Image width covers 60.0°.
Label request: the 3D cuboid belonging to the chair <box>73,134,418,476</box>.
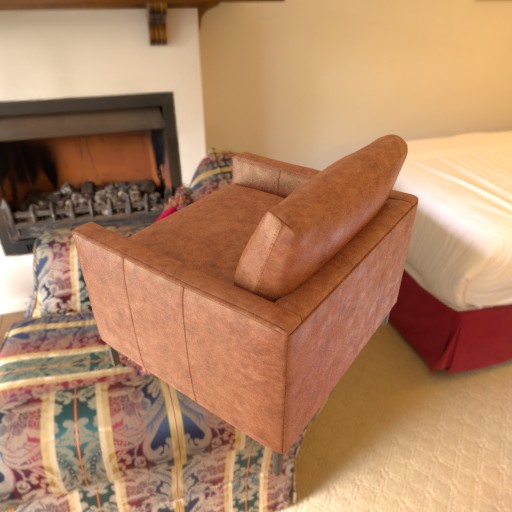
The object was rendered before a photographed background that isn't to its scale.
[{"bbox_3d":[0.000,0.000,1.665,0.862,0.869,0.967,21,38,30],"label":"chair"}]
